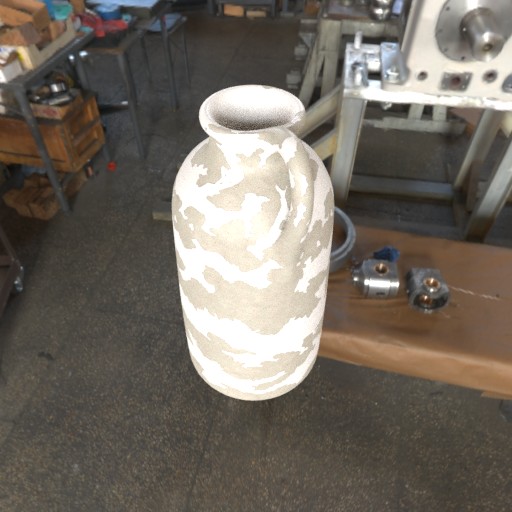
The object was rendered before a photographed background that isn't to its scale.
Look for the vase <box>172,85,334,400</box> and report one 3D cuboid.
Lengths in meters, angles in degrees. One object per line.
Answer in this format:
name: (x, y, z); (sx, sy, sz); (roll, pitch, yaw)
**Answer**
vase: (0.000, 0.000, 0.503); (0.186, 0.382, 0.203); (-16, 49, -15)
